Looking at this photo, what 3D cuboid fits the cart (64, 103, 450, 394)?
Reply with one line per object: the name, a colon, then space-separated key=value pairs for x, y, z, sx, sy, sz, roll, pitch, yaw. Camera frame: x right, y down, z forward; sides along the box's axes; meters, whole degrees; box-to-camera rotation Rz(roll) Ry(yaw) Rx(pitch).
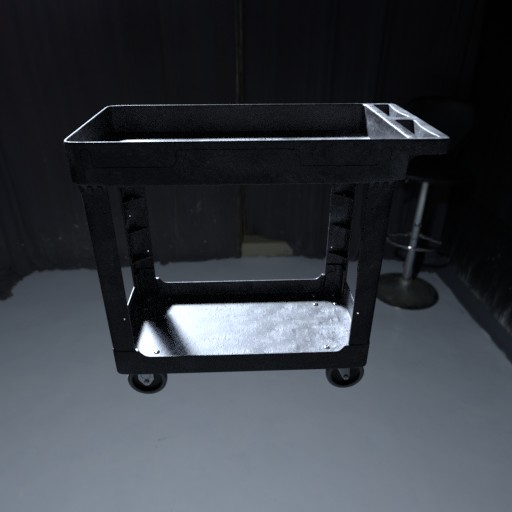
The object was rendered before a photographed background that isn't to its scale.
cart: x=0.000 y=0.000 z=1.367 sx=0.877 sy=0.824 sz=0.420 roll=-1 pitch=29 yaw=-2
